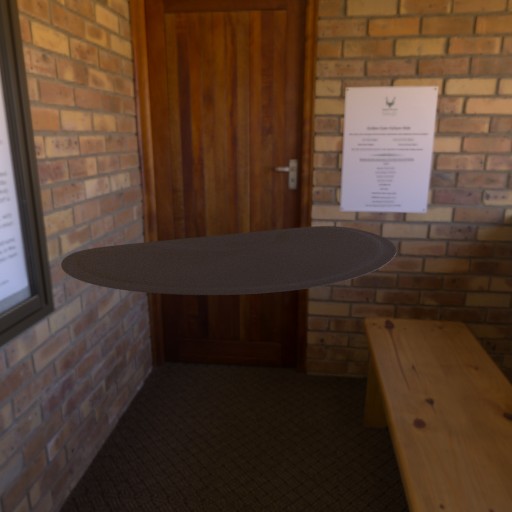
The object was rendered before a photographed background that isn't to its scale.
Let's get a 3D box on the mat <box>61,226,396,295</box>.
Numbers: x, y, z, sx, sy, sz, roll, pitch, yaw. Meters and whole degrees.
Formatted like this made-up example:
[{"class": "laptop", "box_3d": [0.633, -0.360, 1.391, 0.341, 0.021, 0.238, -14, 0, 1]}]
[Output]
[{"class": "mat", "box_3d": [0.000, 0.000, 1.902, 1.524, 0.013, 0.913, -7, 16, -24]}]
